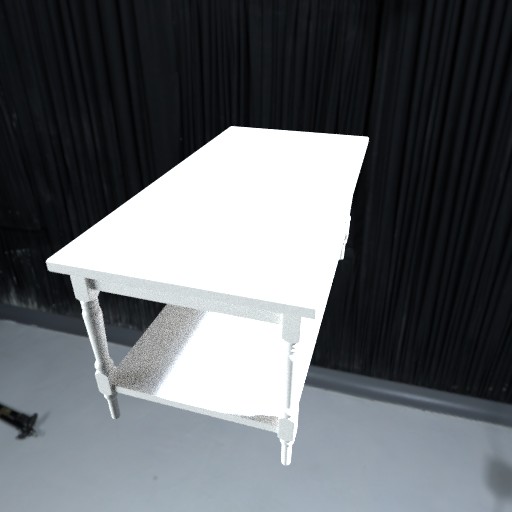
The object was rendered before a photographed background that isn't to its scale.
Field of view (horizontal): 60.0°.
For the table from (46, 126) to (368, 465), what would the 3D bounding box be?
[{"bbox_3d":[0.000,0.000,1.406,0.550,0.510,1.107,9,31,14],"label":"table"}]
